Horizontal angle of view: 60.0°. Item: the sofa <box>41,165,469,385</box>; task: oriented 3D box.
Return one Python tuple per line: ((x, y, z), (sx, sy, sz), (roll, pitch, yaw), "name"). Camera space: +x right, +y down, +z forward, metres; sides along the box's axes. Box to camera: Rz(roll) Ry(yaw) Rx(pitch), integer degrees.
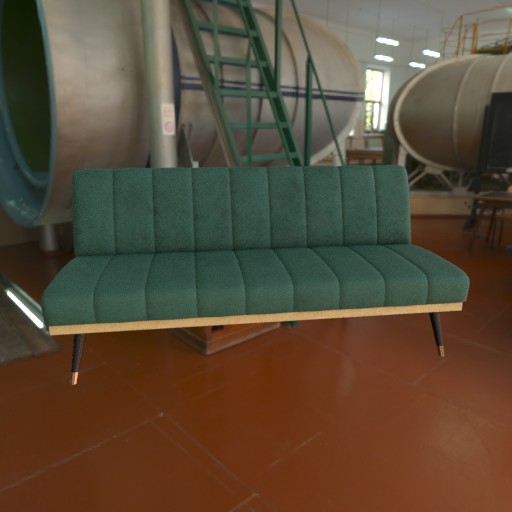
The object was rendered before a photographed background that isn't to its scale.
((0.000, 0.000, 2.198), (1.810, 0.820, 0.830), (-2, 16, -8), "sofa")
